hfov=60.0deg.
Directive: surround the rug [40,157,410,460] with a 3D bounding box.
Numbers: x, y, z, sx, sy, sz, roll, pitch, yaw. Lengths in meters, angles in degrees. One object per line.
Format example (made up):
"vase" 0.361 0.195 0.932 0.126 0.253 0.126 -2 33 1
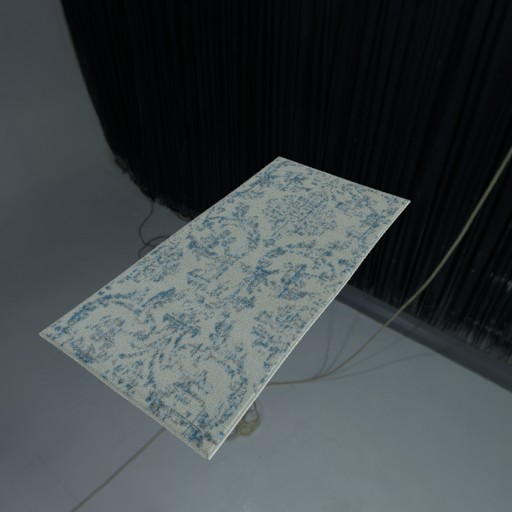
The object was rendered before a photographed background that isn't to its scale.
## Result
"rug" 0.000 0.000 1.463 0.605 0.007 1.220 25 47 26
